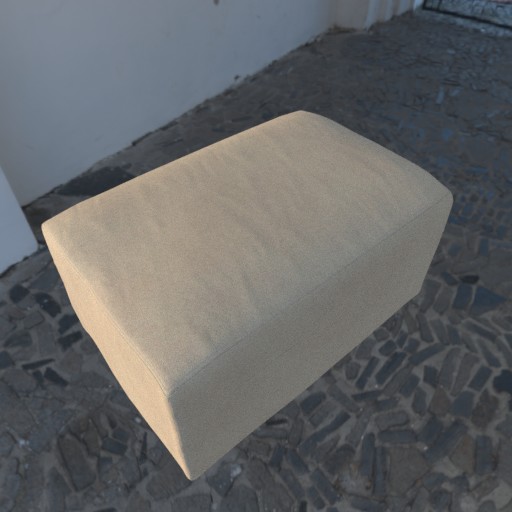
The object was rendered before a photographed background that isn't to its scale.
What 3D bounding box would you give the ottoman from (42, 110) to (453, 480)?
[{"bbox_3d":[0.000,0.000,1.172,0.872,0.444,0.590,-31,53,-27],"label":"ottoman"}]
